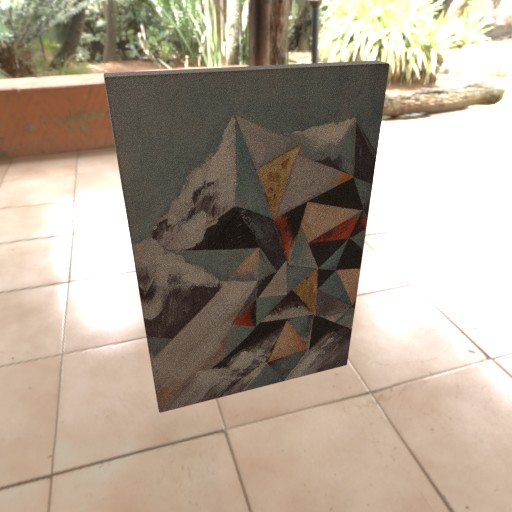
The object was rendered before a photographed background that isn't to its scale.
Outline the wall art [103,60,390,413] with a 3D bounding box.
[{"bbox_3d":[0.000,0.000,1.155,0.609,0.911,0.061,-10,32,-16],"label":"wall art"}]
